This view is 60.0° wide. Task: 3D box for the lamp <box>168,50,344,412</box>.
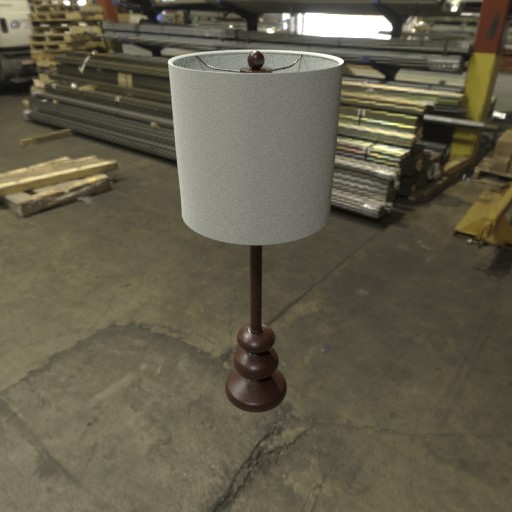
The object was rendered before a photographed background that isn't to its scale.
[{"bbox_3d":[0.000,0.000,0.816,0.254,0.690,0.254,22,37,32],"label":"lamp"}]
